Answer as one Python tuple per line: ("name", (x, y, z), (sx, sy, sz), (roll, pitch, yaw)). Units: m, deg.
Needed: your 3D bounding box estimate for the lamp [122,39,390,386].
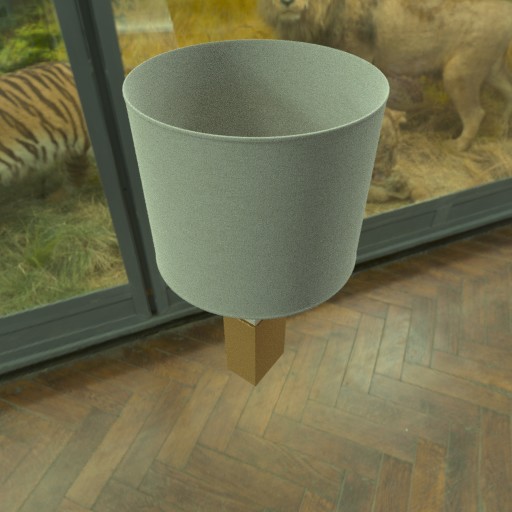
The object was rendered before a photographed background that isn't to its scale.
("lamp", (0.000, 0.000, 0.527), (0.229, 0.417, 0.229), (26, 48, 26))
